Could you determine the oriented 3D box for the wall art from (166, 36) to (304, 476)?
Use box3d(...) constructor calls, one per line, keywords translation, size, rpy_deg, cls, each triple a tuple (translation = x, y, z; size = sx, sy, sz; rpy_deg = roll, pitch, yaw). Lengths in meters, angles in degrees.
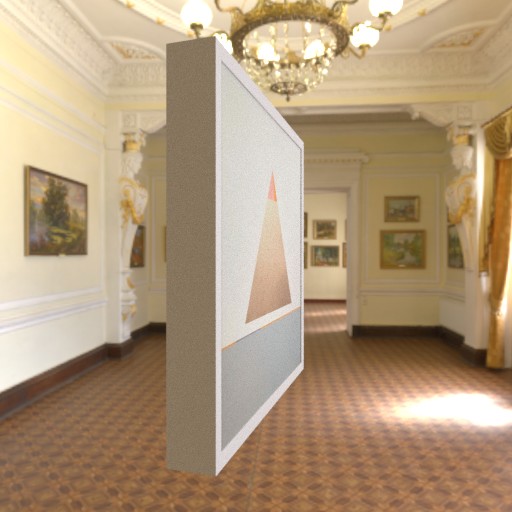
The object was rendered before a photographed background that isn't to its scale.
box3d(translation=(0.000, 0.000, 0.457), size=(0.038, 0.304, 0.305), rpy_deg=(0, 0, 18), cls="wall art")
